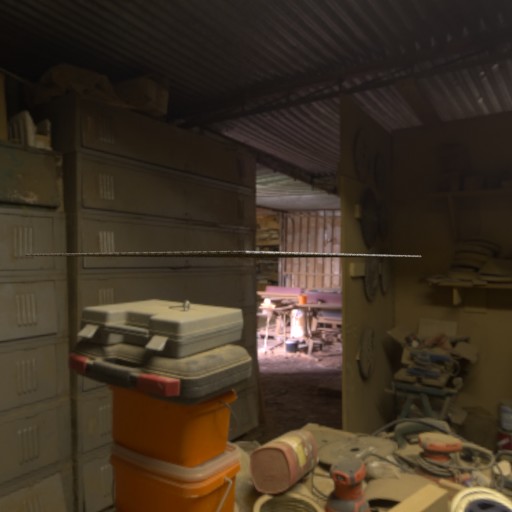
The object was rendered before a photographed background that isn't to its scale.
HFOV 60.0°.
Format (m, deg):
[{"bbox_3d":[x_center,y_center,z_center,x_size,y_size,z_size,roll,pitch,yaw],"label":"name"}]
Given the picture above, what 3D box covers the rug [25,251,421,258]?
[{"bbox_3d":[0.000,0.000,2.359,1.220,0.008,1.824,0,-1,35],"label":"rug"}]
